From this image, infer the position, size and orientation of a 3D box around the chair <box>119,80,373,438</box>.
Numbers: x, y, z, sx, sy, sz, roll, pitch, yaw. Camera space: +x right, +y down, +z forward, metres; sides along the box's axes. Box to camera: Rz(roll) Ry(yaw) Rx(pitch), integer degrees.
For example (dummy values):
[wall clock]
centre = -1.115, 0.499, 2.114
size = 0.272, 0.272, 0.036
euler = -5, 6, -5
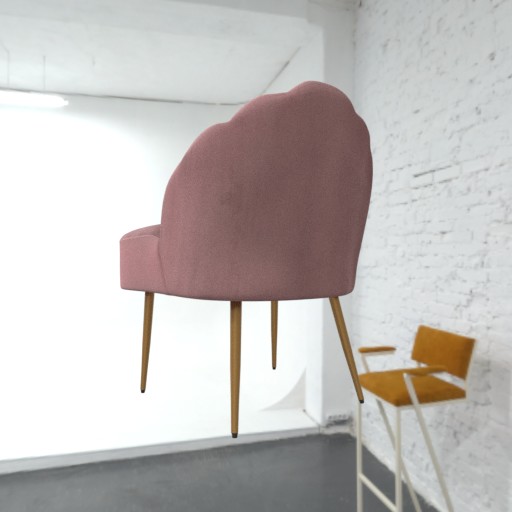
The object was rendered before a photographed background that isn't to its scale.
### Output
[chair]
centre = 0.000, 0.000, 1.286
size = 0.657, 0.819, 0.599
euler = 1, -1, -35
